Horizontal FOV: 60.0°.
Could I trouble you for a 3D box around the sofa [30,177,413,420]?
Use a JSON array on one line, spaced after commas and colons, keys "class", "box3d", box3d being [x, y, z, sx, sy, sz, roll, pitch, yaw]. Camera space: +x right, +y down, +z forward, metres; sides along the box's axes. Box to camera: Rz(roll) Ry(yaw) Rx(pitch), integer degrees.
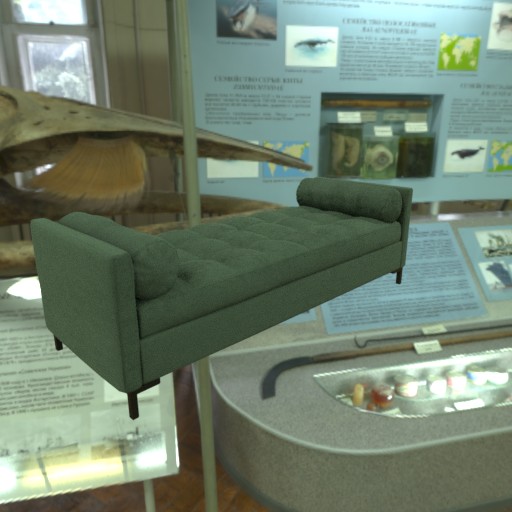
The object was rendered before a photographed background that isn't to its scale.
[{"class": "sofa", "box3d": [0.000, 0.000, 2.514, 2.130, 0.681, 0.817, -16, 24, -42]}]
